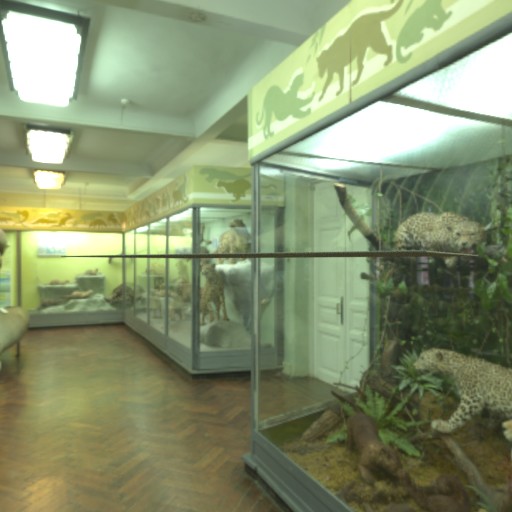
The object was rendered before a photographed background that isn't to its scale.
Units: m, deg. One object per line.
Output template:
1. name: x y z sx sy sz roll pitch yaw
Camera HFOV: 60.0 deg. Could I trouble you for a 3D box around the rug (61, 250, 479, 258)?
1. rug: 0.000 0.000 3.606 3.048 0.011 1.546 -1 -1 35
